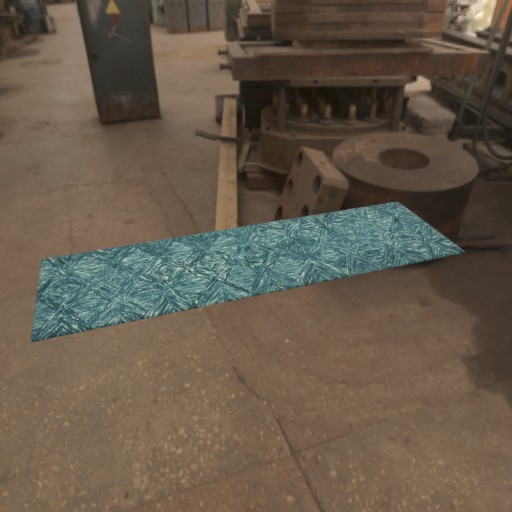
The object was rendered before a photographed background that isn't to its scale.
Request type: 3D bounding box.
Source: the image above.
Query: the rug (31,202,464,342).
[{"bbox_3d":[0.000,0.000,2.495,2.286,0.016,0.676,-10,35,-15],"label":"rug"}]
